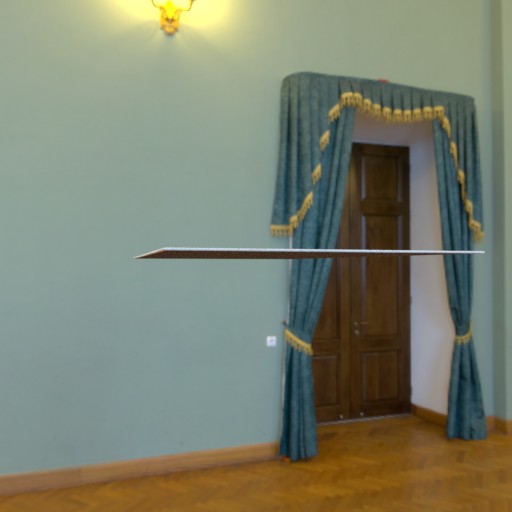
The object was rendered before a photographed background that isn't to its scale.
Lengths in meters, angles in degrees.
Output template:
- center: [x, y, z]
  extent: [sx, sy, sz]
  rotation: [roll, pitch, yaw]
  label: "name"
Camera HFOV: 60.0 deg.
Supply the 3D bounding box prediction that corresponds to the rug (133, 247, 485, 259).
- center: [0.000, 0.000, 3.045]
  extent: [1.517, 0.011, 2.435]
  rotation: [0, -1, -18]
  label: "rug"
